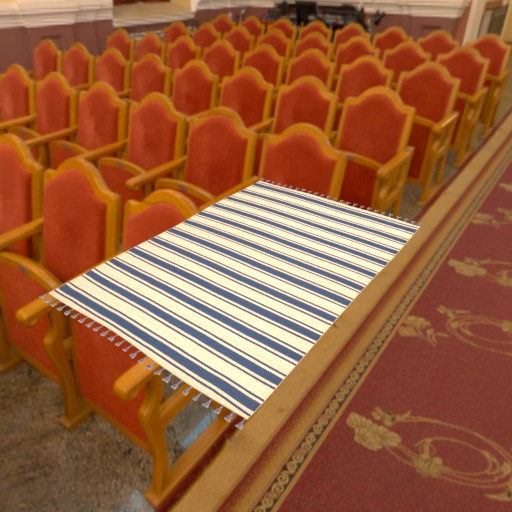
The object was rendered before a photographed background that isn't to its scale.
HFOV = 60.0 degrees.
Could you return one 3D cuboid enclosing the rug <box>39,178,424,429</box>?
[{"bbox_3d":[0.000,0.000,3.048,1.544,0.010,2.315,22,38,30],"label":"rug"}]
